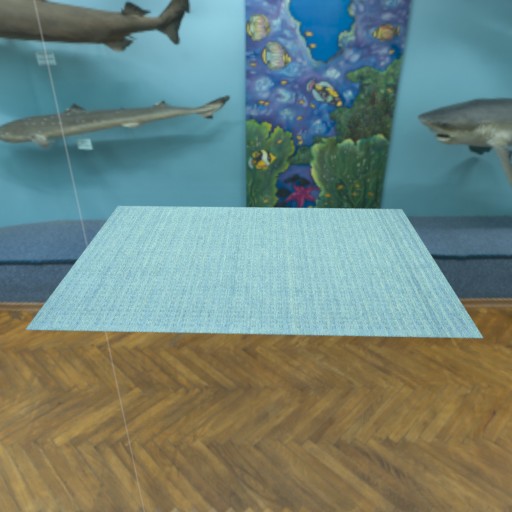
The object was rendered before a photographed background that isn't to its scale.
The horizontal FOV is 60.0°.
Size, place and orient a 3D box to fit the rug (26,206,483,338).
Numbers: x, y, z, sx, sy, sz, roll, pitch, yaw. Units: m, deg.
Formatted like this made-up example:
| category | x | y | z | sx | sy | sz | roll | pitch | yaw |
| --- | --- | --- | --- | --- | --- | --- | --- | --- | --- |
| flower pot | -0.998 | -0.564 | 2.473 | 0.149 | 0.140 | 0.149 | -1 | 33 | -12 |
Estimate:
| category | x | y | z | sx | sy | sz | roll | pitch | yaw |
| --- | --- | --- | --- | --- | --- | --- | --- | --- | --- |
| rug | 0.000 | 0.000 | 3.661 | 2.895 | 0.006 | 1.982 | 1 | 30 | 1 |
